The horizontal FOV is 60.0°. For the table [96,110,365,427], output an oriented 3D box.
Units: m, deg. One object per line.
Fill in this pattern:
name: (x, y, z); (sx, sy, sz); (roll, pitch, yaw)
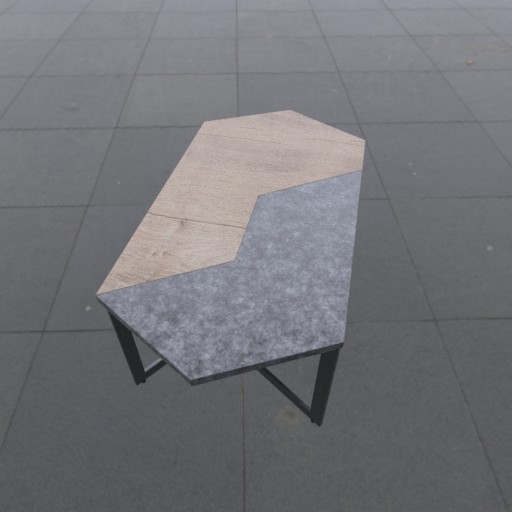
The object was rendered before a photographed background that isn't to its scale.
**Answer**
table: (0.000, 0.000, 1.509); (0.609, 0.457, 1.219); (9, 46, 9)
